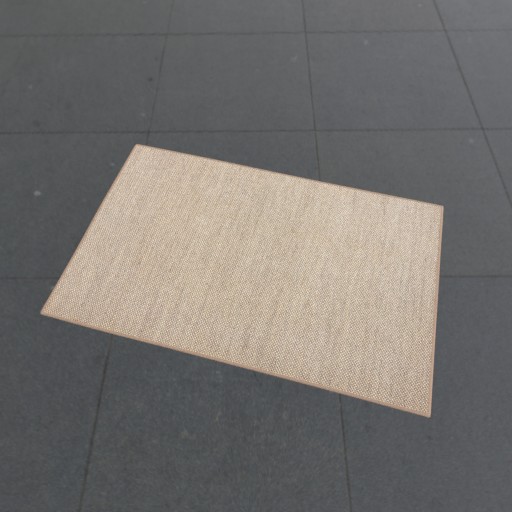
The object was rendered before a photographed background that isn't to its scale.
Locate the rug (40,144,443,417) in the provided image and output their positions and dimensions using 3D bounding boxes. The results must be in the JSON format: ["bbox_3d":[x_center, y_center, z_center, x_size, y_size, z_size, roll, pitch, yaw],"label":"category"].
[{"bbox_3d":[0.000,0.000,2.075,1.668,0.012,1.061,13,59,8],"label":"rug"}]
